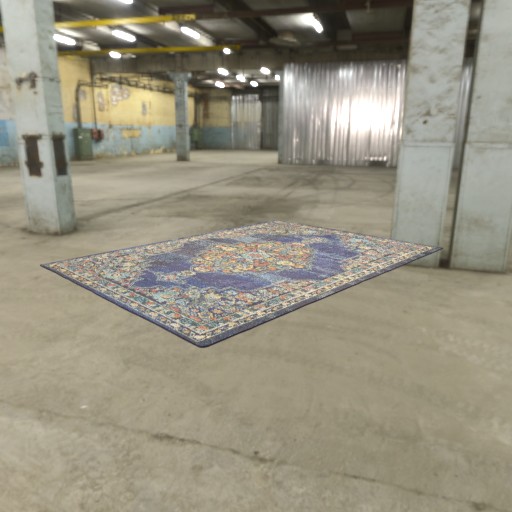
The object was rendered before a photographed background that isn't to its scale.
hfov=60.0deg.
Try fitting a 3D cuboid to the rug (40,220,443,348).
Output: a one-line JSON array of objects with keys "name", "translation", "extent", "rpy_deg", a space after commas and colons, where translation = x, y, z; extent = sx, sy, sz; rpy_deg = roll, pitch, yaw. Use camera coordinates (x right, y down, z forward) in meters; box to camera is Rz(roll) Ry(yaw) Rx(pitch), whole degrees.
[{"name": "rug", "translation": [0.000, 0.000, 2.993], "extent": [1.630, 0.009, 2.232], "rpy_deg": [14, 21, 43]}]
